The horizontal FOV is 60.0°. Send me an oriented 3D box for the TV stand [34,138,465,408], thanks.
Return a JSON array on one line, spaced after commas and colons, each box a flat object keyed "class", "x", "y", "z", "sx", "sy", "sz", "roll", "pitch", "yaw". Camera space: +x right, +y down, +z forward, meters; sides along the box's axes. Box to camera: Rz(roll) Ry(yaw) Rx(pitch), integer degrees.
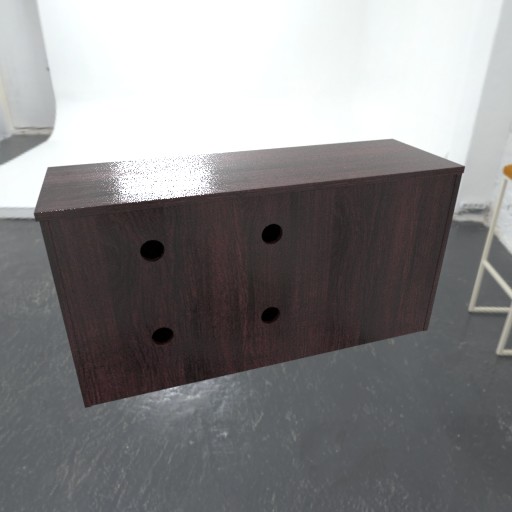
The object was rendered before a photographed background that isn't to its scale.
[{"class": "TV stand", "x": 0.000, "y": 0.000, "z": 1.479, "sx": 1.192, "sy": 0.614, "sz": 0.404, "roll": -9, "pitch": 29, "yaw": -16}]
